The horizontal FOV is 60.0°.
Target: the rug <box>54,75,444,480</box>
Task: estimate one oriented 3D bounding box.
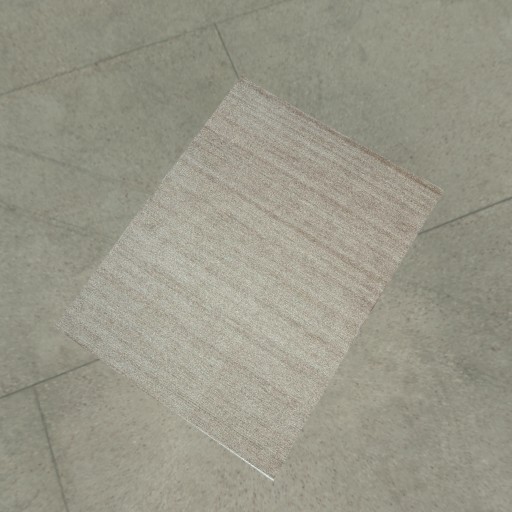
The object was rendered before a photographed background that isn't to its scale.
[{"bbox_3d":[0.000,0.000,4.285,2.434,0.045,3.202,32,79,7],"label":"rug"}]
